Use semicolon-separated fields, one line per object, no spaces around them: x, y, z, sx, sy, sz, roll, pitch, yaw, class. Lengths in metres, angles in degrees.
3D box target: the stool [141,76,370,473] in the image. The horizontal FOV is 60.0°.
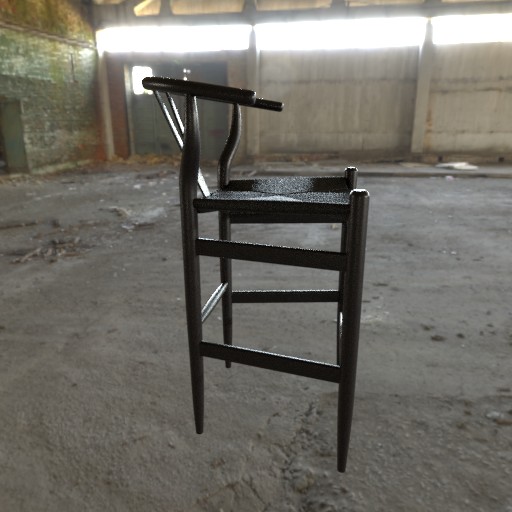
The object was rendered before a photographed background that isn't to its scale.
0.000;0.000;1.297;0.579;0.970;0.569;3;17;9;stool
